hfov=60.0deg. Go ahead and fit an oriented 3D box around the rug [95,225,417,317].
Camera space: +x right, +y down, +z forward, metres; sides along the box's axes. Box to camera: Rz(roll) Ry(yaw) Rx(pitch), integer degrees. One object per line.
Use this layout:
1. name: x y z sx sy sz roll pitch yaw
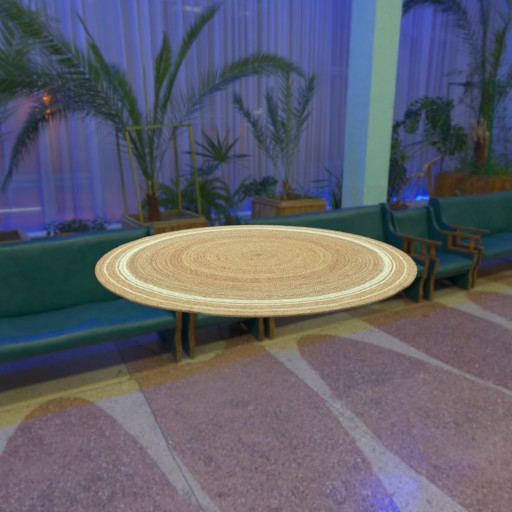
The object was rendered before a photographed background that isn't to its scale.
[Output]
1. rug: 0.000 0.000 3.567 2.444 0.015 2.444 0 15 0
